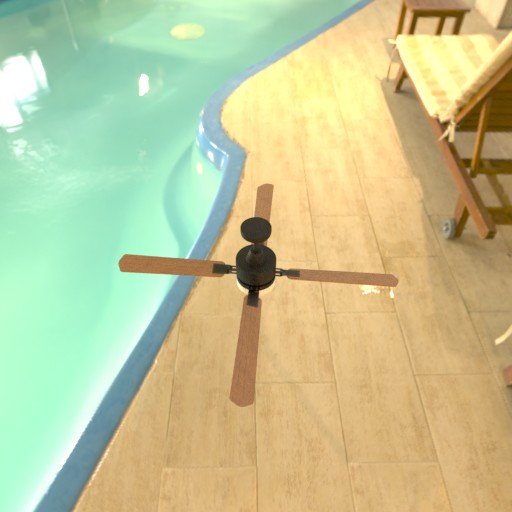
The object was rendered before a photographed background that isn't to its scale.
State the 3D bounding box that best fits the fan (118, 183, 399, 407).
[{"bbox_3d":[0.000,0.000,2.006,1.320,0.355,1.320,4,47,3],"label":"fan"}]
